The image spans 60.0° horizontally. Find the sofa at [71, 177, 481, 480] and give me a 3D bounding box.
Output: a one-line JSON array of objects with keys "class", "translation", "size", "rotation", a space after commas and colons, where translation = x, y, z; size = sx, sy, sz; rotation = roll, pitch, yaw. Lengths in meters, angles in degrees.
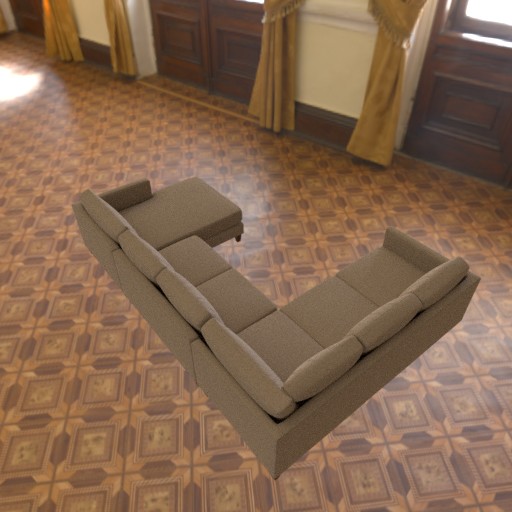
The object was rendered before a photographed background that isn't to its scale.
[{"class": "sofa", "translation": [0.000, 0.000, 4.547], "size": [2.424, 0.865, 3.438], "rotation": [-28, 48, -28]}]
